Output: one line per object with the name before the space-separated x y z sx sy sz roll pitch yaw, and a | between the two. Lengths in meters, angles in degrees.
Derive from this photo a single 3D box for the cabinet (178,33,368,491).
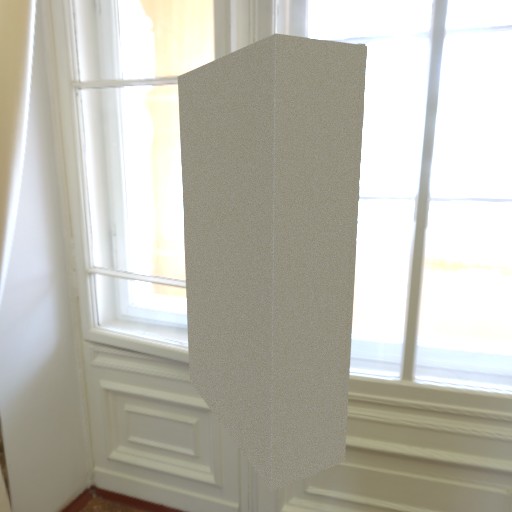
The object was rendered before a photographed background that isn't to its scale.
cabinet | 0.000 0.000 2.660 0.480 2.160 1.250 -7 15 -27
